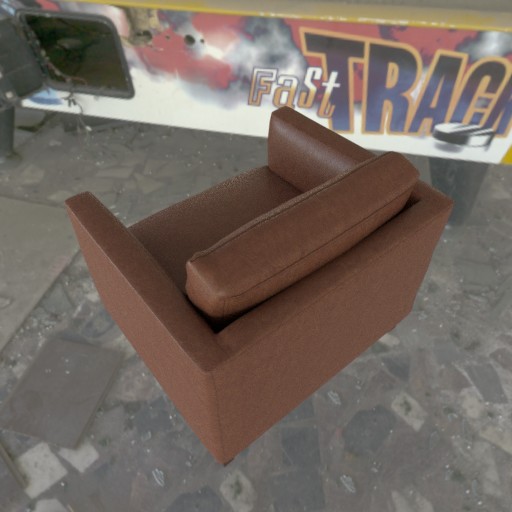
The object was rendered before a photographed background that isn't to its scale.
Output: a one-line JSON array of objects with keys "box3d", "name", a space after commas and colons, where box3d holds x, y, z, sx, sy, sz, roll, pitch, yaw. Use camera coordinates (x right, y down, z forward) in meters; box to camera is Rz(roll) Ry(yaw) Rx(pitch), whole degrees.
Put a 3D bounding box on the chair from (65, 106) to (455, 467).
[{"box3d": [0.000, 0.000, 1.789, 1.107, 0.917, 0.959, -30, 53, -26], "name": "chair"}]
